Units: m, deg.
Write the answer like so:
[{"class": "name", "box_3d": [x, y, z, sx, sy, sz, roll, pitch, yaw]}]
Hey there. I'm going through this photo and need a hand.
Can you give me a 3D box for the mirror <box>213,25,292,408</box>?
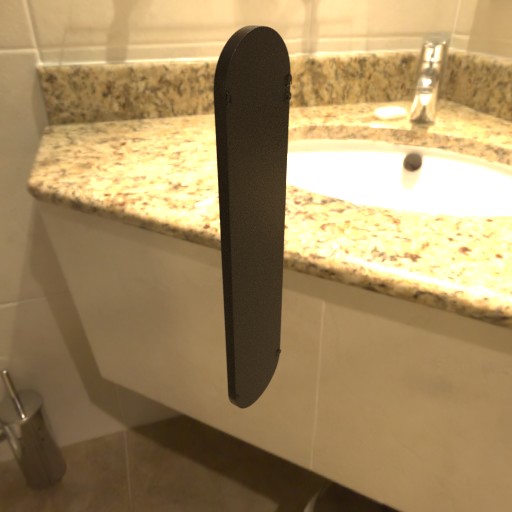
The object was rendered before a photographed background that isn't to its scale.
[{"class": "mirror", "box_3d": [0.000, 0.000, 1.072, 0.032, 0.991, 0.222, 20, 37, 29]}]
